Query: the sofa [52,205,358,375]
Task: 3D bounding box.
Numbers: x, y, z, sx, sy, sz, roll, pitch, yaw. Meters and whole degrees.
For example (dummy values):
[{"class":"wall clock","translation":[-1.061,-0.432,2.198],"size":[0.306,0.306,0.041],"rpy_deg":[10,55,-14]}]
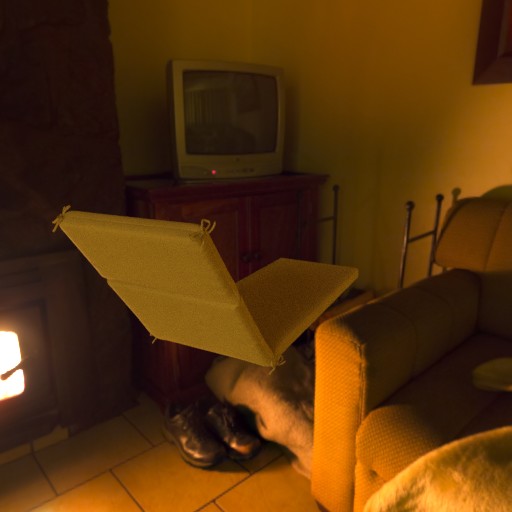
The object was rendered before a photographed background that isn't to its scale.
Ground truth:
[{"class":"sofa","translation":[0.000,0.000,1.983],"size":[0.582,0.622,1.663],"rpy_deg":[8,17,27]}]
